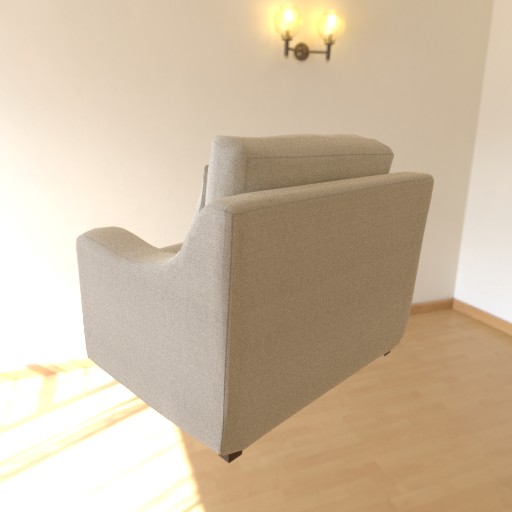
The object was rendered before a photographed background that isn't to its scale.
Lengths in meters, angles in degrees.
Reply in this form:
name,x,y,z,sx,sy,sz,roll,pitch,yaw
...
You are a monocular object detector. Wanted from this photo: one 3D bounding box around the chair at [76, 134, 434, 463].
name,x,y,z,sx,sy,sz,roll,pitch,yaw
chair,0.000,0.000,1.905,1.009,1.016,1.178,15,22,43
